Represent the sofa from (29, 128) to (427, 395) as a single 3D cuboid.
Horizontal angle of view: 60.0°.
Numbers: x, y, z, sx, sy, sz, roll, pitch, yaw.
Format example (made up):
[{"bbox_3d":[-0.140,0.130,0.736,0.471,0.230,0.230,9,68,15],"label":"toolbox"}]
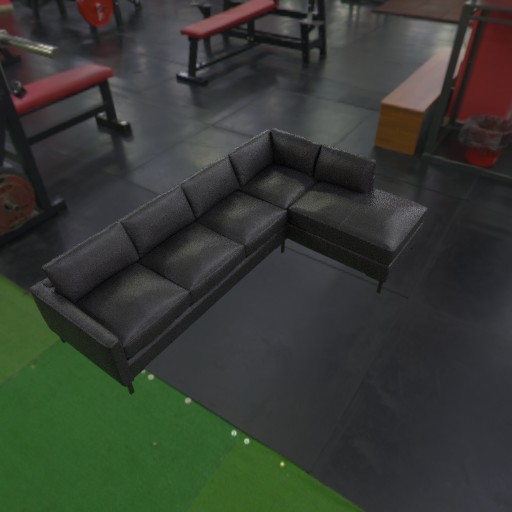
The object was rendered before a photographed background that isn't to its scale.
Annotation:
[{"bbox_3d":[0.000,0.000,3.824,1.938,0.877,2.984,26,47,27],"label":"sofa"}]
